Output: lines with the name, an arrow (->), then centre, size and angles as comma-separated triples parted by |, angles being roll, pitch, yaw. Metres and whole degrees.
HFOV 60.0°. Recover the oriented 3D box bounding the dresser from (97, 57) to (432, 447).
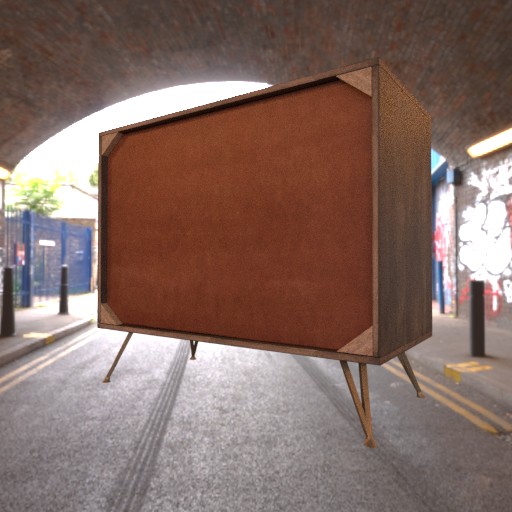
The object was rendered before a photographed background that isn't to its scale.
dresser -> 0.000, 0.000, 1.350 | 0.923, 0.801, 0.453 | -1, -1, 34
